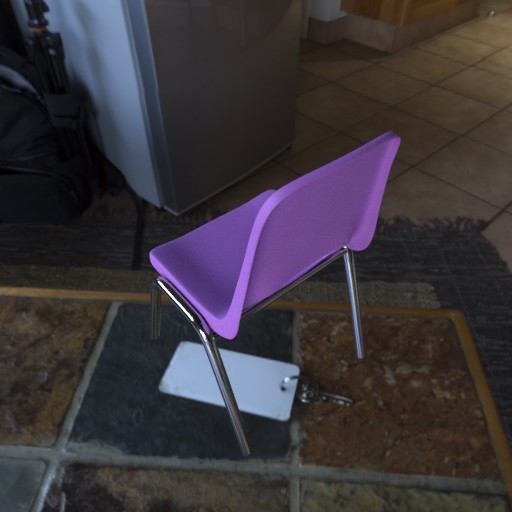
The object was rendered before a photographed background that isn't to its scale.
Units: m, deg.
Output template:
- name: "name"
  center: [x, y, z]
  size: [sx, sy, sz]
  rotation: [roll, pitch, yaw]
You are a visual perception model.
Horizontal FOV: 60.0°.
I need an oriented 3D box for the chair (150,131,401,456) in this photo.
- name: "chair"
  center: [0.000, 0.000, 0.673]
  size: [0.291, 0.493, 0.301]
  rotation: [-31, 53, -27]
